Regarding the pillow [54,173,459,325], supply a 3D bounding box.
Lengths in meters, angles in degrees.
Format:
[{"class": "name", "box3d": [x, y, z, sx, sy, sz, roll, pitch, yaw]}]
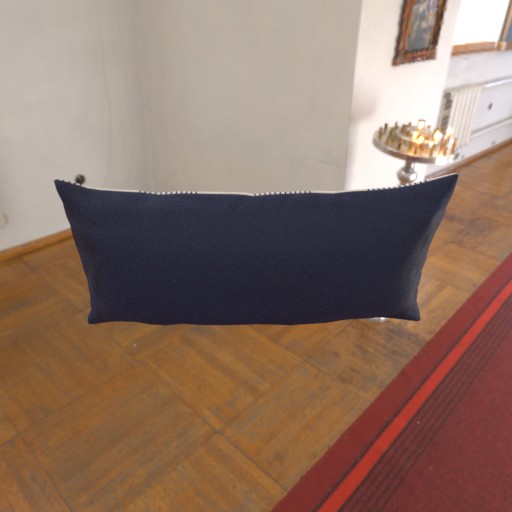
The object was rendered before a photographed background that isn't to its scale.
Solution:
[{"class": "pillow", "box3d": [0.000, 0.000, 0.739, 0.610, 0.287, 0.151, -1, 31, -1]}]
